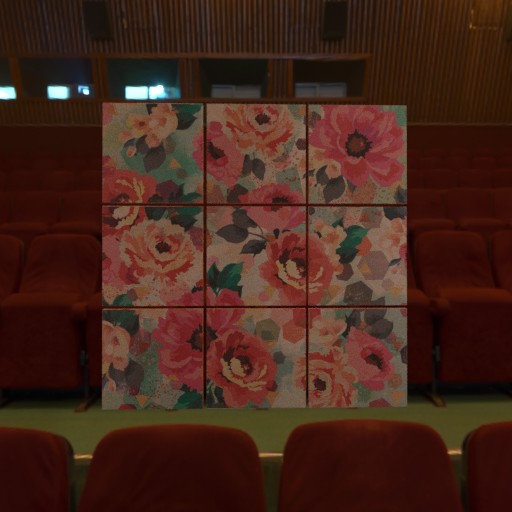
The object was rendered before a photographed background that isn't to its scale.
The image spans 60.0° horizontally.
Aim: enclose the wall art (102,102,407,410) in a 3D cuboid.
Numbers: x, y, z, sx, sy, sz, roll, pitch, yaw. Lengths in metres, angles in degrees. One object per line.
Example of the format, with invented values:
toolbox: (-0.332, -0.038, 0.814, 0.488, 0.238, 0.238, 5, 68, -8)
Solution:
wall art: (0.000, 0.000, 1.332, 0.911, 0.910, 0.012, 0, 0, -2)
